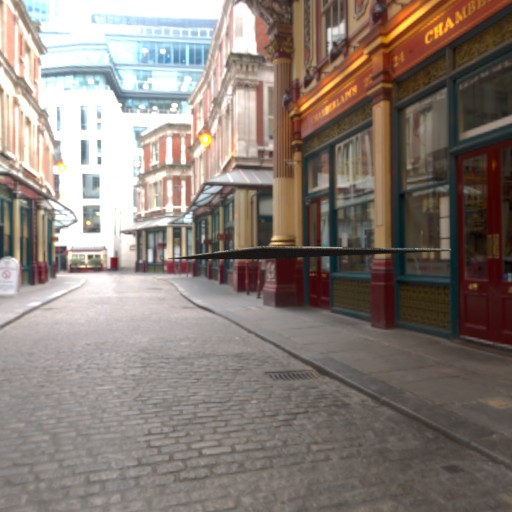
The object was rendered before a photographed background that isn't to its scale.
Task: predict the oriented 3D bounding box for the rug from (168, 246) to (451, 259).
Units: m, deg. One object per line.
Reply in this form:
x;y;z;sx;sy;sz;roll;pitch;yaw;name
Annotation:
0.000;0.000;2.706;0.774;0.008;2.437;0;-1;-18;rug
